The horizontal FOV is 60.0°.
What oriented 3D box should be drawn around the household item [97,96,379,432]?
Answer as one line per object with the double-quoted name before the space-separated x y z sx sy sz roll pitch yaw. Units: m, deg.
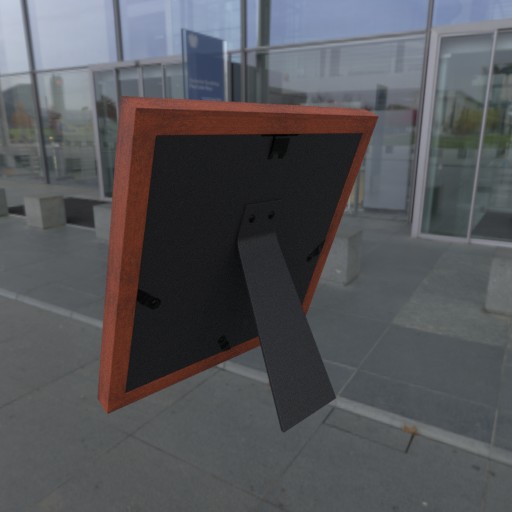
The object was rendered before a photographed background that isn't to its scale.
"household item" 0.000 0.000 0.371 0.240 0.240 0.131 -15 22 -41
